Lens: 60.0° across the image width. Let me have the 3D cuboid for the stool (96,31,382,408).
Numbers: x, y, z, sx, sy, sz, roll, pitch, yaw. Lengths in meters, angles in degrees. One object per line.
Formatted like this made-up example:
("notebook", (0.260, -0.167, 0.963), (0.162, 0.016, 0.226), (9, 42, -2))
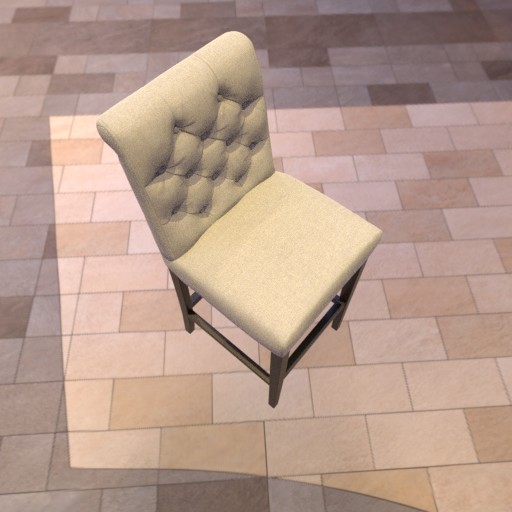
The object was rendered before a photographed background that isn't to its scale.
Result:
("stool", (0.000, 0.000, 1.450), (0.601, 1.140, 0.493), (36, 65, 20))
